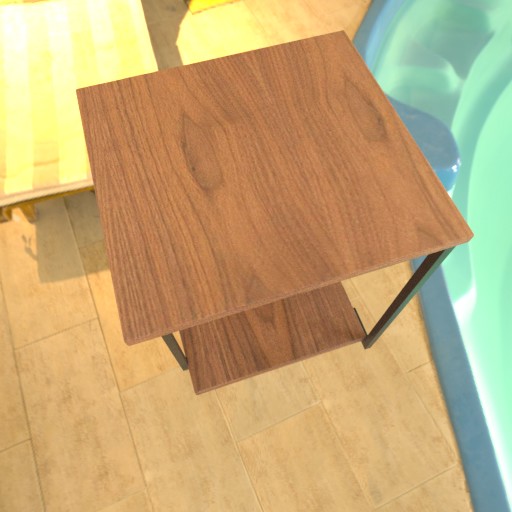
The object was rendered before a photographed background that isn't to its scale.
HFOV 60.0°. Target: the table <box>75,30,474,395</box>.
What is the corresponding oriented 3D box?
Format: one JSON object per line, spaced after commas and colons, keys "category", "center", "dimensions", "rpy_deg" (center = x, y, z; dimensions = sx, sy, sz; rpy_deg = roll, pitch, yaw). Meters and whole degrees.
{"category": "table", "center": [0.000, 0.000, 0.821], "dimensions": [0.411, 0.567, 0.384], "rpy_deg": [-16, 64, -8]}
